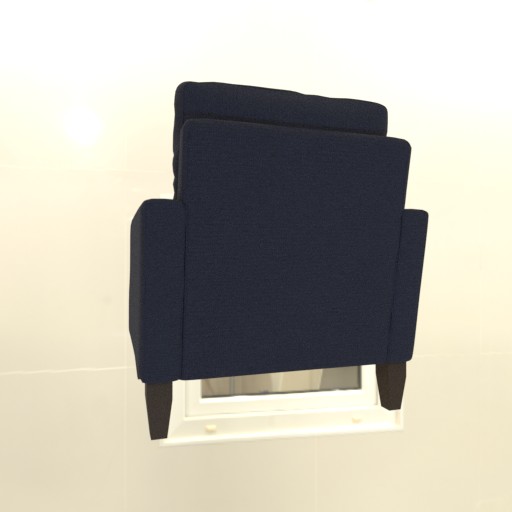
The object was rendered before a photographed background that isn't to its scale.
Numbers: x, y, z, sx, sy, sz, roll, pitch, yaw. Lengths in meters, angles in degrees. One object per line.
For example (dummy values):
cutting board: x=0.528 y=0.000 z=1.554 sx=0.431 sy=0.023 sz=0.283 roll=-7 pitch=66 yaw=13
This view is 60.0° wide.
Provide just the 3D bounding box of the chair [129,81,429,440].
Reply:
chair: x=0.000 y=0.000 z=1.595 sx=0.855 sy=0.991 sz=0.897 roll=0 pitch=0 yaw=-18
